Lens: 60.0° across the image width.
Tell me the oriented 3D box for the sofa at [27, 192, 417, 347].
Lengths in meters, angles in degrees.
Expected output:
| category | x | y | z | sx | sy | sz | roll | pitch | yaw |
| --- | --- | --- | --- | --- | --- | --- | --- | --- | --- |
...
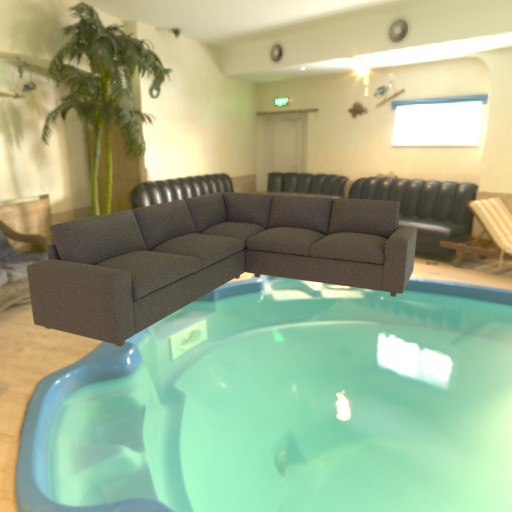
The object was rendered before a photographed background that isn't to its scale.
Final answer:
| category | x | y | z | sx | sy | sz | roll | pitch | yaw |
| --- | --- | --- | --- | --- | --- | --- | --- | --- | --- |
| sofa | 0.000 | 0.000 | 4.724 | 2.895 | 0.965 | 3.277 | 7 | 16 | 25 |
